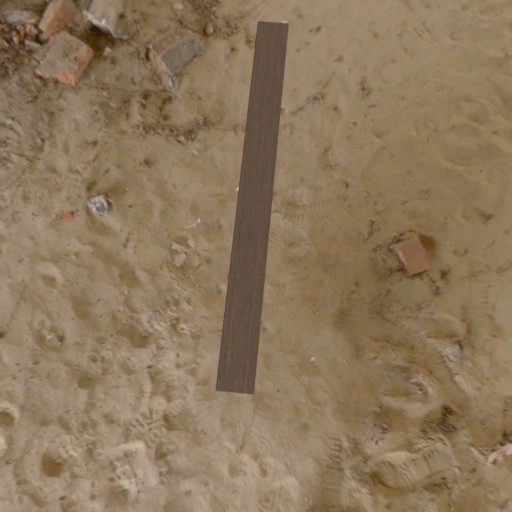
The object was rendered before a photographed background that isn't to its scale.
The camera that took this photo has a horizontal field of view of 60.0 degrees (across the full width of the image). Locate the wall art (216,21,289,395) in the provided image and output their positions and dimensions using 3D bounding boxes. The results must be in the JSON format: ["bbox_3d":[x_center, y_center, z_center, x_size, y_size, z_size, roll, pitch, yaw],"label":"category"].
[{"bbox_3d":[0.000,0.000,0.649,0.032,0.510,0.358,5,76,1],"label":"wall art"}]
